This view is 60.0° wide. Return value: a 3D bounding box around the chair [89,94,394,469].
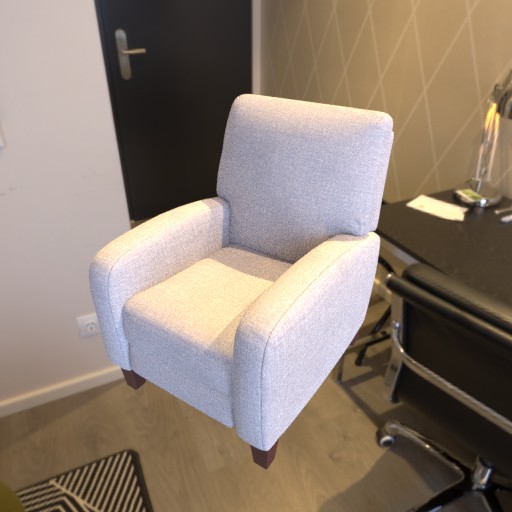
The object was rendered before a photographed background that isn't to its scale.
[{"bbox_3d":[0.000,0.000,1.659,0.762,0.990,0.990,19,36,28],"label":"chair"}]
